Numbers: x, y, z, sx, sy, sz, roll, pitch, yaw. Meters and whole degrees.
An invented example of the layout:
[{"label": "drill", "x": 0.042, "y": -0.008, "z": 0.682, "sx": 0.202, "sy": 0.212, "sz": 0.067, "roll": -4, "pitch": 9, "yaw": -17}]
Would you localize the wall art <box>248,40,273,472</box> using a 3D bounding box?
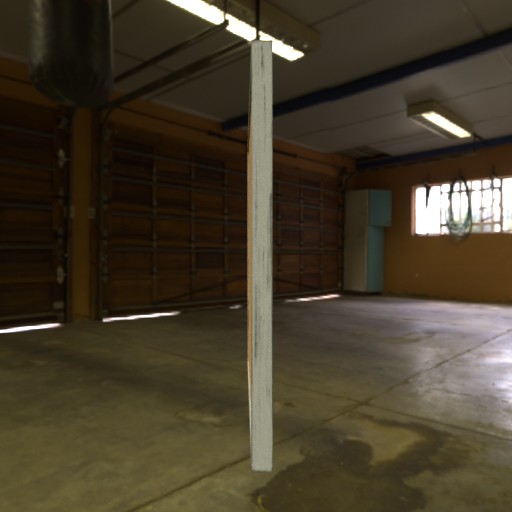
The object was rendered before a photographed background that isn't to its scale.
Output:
[{"label": "wall art", "x": 0.000, "y": 0.000, "z": 1.160, "sx": 0.037, "sy": 0.761, "sz": 0.761, "roll": 0, "pitch": 0, "yaw": -2}]
